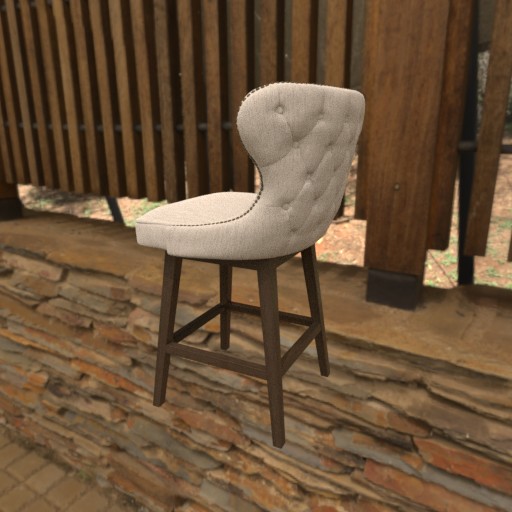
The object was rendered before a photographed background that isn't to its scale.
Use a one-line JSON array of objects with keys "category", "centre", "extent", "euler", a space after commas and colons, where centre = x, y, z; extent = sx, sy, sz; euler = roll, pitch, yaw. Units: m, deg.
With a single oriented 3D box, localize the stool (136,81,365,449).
[{"category": "stool", "centre": [0.000, 0.000, 1.394], "extent": [0.597, 0.972, 0.615], "euler": [8, 18, 26]}]
